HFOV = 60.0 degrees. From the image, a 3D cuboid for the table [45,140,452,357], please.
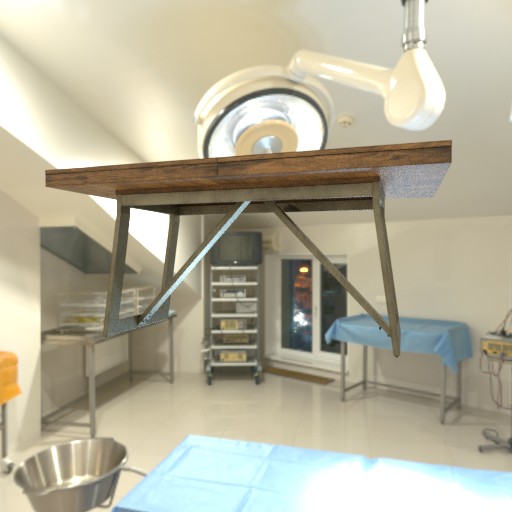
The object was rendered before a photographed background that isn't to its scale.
[{"bbox_3d":[0.000,0.000,2.132,1.641,0.757,0.931,0,0,18],"label":"table"}]
